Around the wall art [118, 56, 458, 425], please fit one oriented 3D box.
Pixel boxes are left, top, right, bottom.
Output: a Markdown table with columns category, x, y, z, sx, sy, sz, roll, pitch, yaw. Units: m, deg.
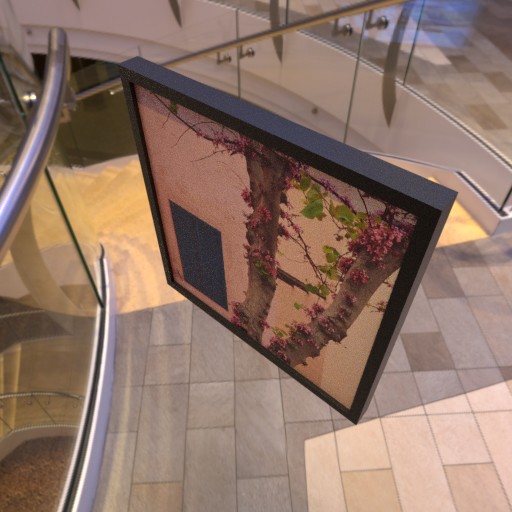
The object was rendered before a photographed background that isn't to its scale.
| category | x | y | z | sx | sy | sz | roll | pitch | yaw |
| --- | --- | --- | --- | --- | --- | --- | --- | --- | --- |
| wall art | 0.000 | 0.000 | 0.737 | 0.508 | 0.508 | 0.038 | 32 | 54 | 27 |
